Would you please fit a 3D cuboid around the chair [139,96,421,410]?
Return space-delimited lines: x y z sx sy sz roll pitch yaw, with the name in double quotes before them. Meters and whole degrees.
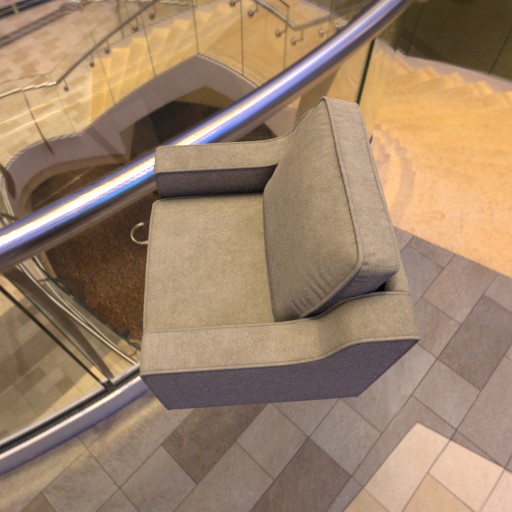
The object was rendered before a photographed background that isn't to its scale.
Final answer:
"chair" 0.000 0.000 1.655 0.840 0.944 0.926 -3 59 -2
